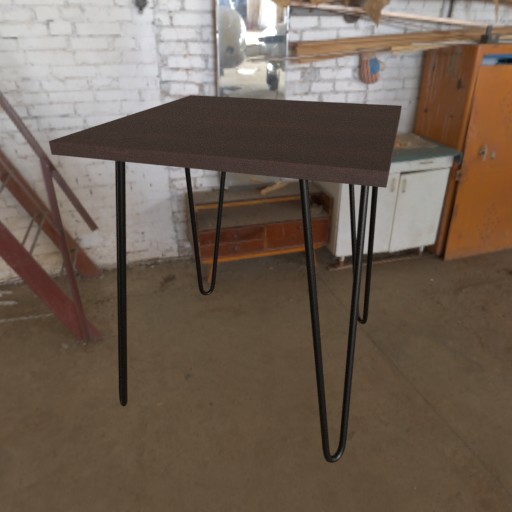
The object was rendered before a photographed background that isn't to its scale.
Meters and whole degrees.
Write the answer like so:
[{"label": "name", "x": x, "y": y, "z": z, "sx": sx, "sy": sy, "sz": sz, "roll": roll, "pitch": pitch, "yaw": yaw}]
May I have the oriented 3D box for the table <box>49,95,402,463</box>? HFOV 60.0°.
[{"label": "table", "x": 0.000, "y": 0.000, "z": 0.938, "sx": 0.495, "sy": 0.559, "sz": 0.495, "roll": 9, "pitch": 29, "yaw": 16}]
